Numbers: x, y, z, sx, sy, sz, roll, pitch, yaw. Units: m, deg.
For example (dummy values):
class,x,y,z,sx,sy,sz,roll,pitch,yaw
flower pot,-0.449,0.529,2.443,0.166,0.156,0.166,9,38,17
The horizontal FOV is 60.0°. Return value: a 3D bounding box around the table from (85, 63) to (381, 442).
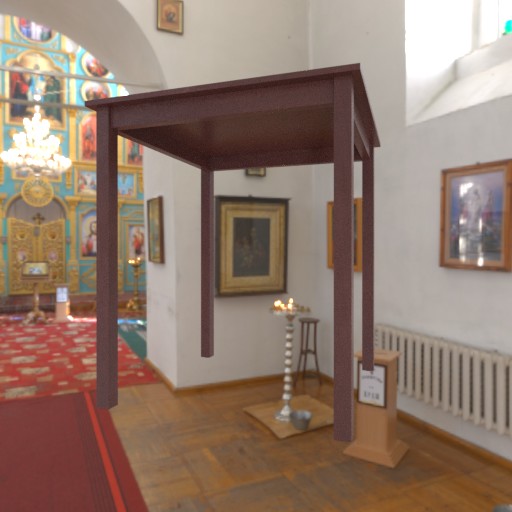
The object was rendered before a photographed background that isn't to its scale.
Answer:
class,x,y,z,sx,sy,sz,roll,pitch,yaw
table,0.000,0.000,1.682,0.861,0.991,0.861,0,0,19
